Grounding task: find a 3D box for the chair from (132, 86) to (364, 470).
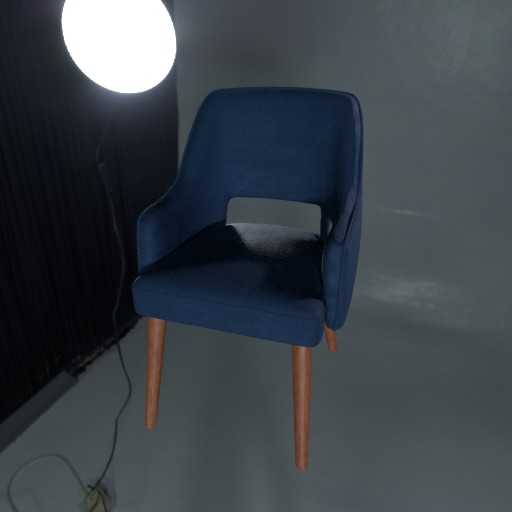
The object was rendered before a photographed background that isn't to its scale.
[{"bbox_3d":[0.000,0.000,1.230,0.559,0.844,0.591,8,26,17],"label":"chair"}]
